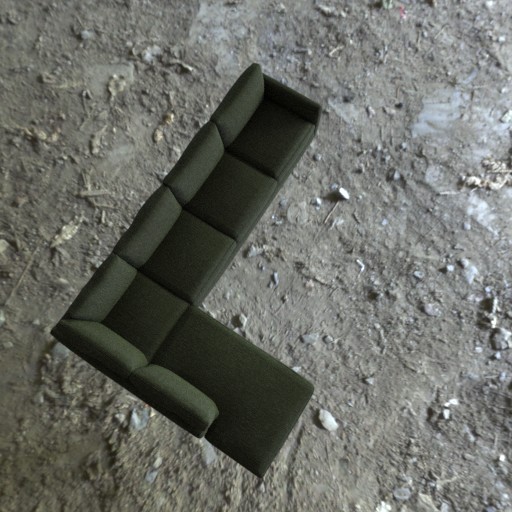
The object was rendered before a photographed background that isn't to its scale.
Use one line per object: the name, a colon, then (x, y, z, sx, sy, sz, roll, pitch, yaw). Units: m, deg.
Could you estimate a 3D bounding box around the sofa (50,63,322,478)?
sofa: (0.000, 0.000, 3.819, 2.007, 0.815, 2.949, 32, 78, 8)
